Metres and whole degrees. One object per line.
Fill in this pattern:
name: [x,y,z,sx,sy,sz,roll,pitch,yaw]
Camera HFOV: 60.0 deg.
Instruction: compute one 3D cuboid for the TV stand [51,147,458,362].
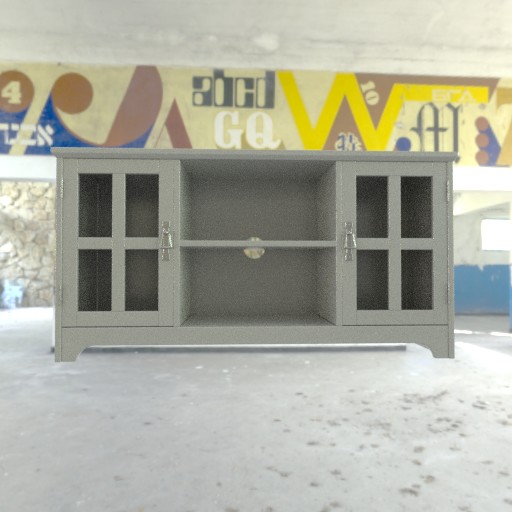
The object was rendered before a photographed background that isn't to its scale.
TV stand: [0.000,0.000,1.433,1.167,0.603,0.344,0,-1,-2]
